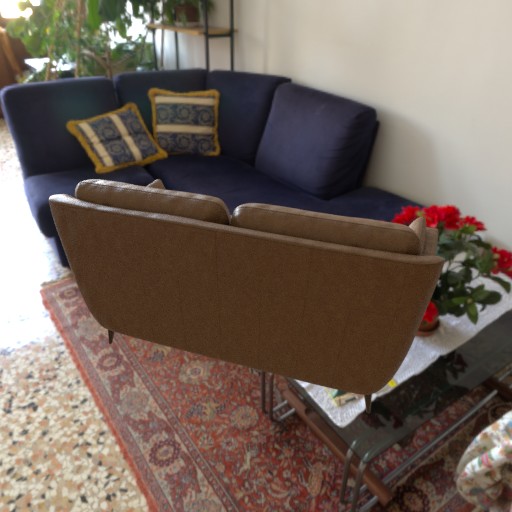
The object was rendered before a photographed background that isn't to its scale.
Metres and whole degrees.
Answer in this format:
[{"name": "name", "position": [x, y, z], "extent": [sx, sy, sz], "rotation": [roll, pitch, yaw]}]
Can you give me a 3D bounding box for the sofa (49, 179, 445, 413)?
[{"name": "sofa", "position": [0.000, 0.000, 2.270], "extent": [1.731, 0.886, 0.981], "rotation": [10, 34, 16]}]
